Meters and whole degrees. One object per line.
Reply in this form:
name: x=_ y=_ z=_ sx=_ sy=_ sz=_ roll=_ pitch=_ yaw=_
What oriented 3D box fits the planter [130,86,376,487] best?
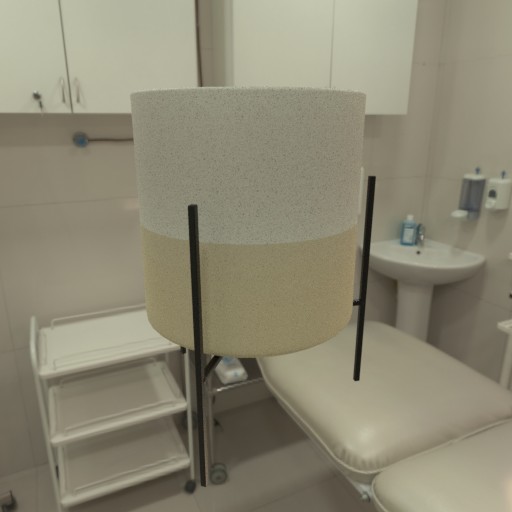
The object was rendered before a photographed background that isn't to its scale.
planter: x=0.000 y=0.000 z=0.526 sx=0.267 sy=0.362 sz=0.263 roll=-8 pitch=19 yaw=-24
